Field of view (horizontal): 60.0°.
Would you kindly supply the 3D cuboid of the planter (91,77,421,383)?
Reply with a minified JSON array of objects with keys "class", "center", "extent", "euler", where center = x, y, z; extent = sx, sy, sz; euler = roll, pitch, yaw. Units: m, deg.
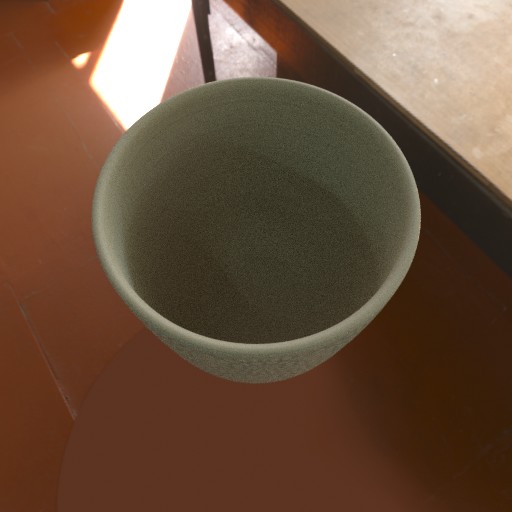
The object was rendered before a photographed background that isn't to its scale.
[{"class":"planter","center":[0.000,0.000,0.217],"extent":[0.124,0.109,0.124],"euler":[0,64,0]}]
